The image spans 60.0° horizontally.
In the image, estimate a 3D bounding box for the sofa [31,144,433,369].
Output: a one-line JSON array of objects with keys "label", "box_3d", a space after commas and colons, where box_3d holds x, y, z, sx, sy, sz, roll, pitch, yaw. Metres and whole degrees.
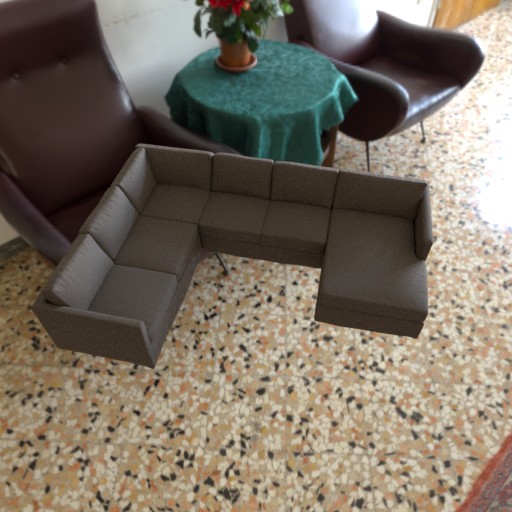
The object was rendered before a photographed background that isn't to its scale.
[{"label": "sofa", "box_3d": [0.000, 0.000, 4.528, 3.460, 0.882, 2.427, 9, 49, 8]}]
